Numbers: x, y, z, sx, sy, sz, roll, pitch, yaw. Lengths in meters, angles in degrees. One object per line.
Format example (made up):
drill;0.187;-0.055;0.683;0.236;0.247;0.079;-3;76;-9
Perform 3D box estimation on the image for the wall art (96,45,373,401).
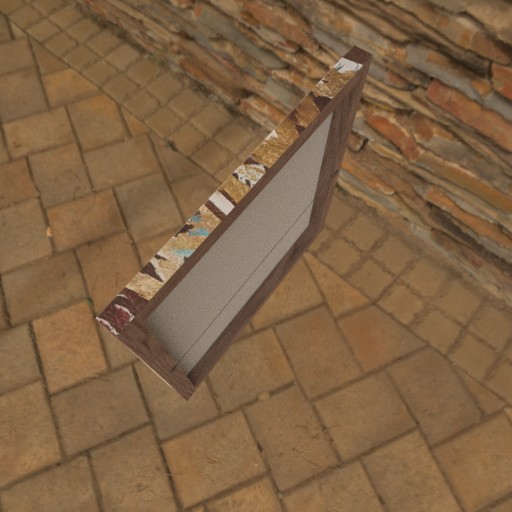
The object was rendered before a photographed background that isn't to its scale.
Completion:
wall art;0.000;0.000;0.927;0.041;0.613;0.609;34;69;15
